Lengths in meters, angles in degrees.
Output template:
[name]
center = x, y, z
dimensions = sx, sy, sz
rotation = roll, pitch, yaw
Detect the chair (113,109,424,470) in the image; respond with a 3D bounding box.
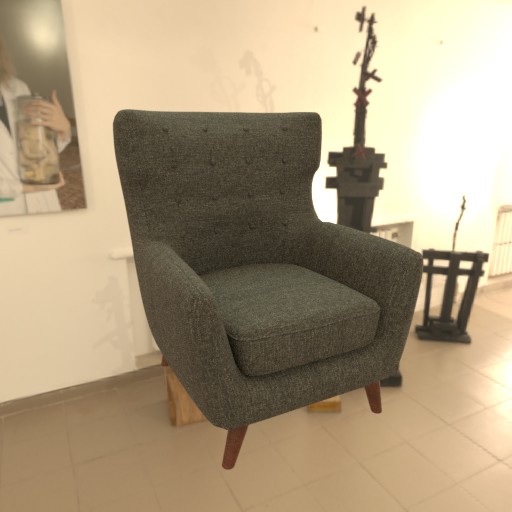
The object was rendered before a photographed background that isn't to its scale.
[chair]
center = 0.000, 0.000, 1.686
dimensions = 0.878, 1.063, 0.904
rotation = -8, 18, -26
